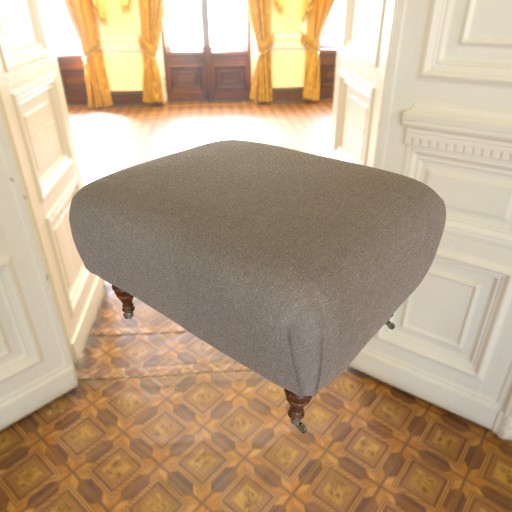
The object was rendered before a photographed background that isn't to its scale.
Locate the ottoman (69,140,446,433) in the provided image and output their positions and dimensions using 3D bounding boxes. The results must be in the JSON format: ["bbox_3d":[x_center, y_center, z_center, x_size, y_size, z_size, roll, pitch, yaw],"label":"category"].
[{"bbox_3d":[0.000,0.000,1.121,0.747,0.450,0.622,22,37,33],"label":"ottoman"}]
